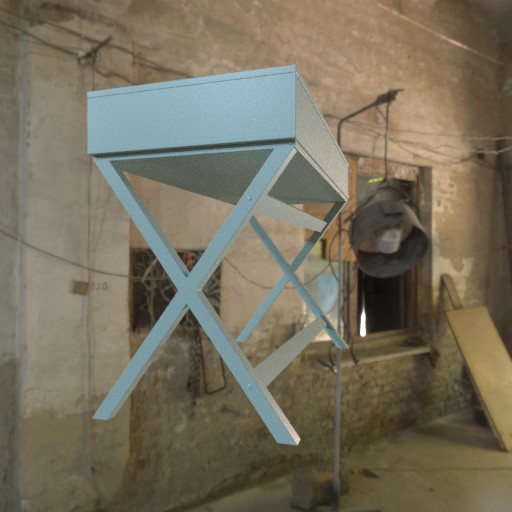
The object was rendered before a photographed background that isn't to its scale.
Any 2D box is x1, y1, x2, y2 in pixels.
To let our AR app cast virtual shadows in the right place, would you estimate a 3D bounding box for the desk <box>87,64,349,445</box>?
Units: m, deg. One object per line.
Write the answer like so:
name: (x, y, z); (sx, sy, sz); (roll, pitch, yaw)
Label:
desk: (0.000, 0.000, 1.479); (0.509, 0.780, 1.059); (0, 0, 18)
